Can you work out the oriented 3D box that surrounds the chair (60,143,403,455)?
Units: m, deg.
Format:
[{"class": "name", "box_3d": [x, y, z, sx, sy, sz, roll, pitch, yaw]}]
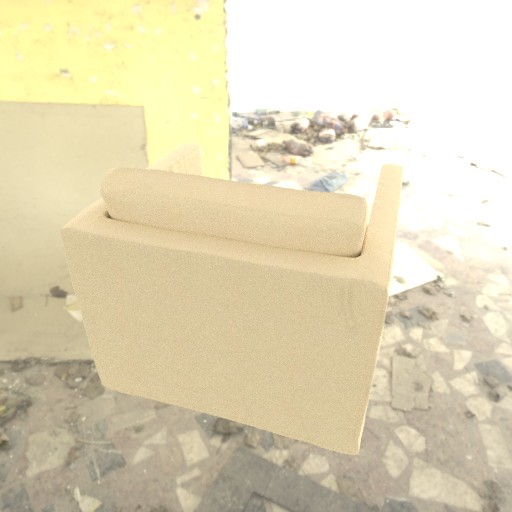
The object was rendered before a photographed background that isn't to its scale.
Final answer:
[{"class": "chair", "box_3d": [0.000, 0.000, 1.780, 1.057, 0.851, 0.947, 10, 33, 15]}]
